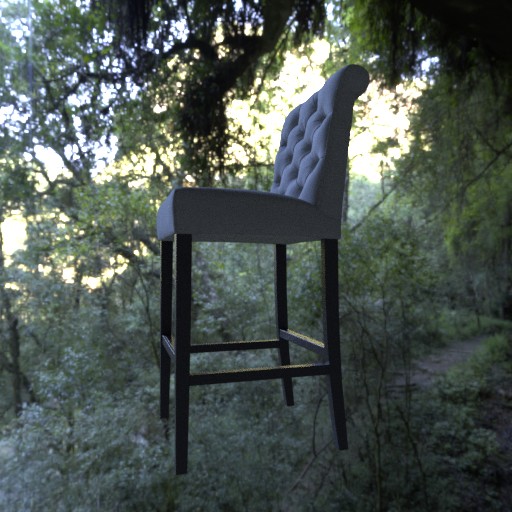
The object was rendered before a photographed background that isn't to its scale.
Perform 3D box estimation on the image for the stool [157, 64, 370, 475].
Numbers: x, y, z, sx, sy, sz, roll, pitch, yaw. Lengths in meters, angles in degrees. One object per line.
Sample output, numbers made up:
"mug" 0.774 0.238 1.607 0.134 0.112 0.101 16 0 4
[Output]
"stool" 0.000 0.000 1.444 0.601 1.140 0.493 0 -1 -17
